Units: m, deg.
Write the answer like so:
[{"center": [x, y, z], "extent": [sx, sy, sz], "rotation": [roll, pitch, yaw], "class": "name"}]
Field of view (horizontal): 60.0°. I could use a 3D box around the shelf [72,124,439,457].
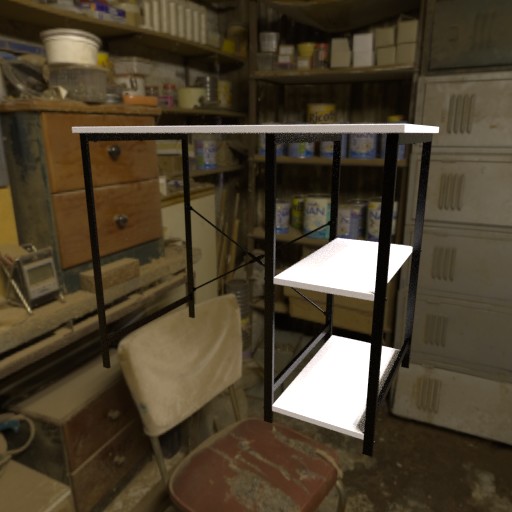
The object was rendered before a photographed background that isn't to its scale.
[{"center": [0.000, 0.000, 1.342], "extent": [0.902, 0.750, 0.498], "rotation": [8, 17, 27], "class": "shelf"}]
